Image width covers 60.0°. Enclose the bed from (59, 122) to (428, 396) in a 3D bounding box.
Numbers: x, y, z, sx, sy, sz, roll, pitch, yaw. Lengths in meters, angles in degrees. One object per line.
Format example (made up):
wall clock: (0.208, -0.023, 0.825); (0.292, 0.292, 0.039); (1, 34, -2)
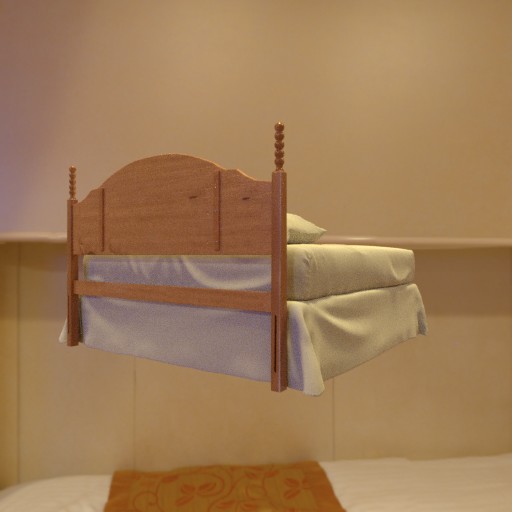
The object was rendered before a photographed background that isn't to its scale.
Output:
bed: (0.000, 0.000, 3.649); (2.322, 1.355, 2.219); (0, 0, 36)
